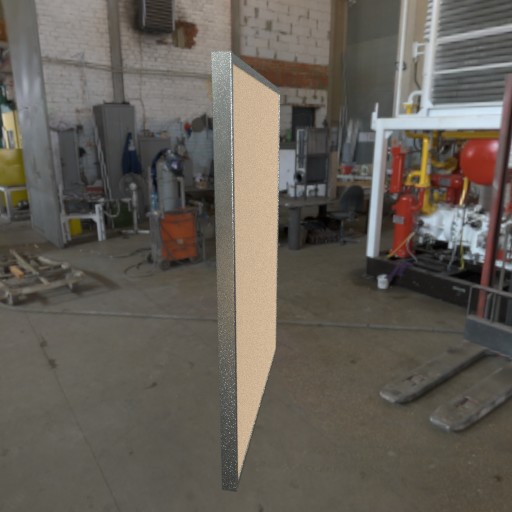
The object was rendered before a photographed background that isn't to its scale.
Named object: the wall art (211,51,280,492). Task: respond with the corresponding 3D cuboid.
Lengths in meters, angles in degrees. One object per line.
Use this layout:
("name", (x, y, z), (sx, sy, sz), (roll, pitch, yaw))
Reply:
("wall art", (0.000, 0.000, 1.405), (0.041, 1.062, 0.803), (3, 16, 10))
